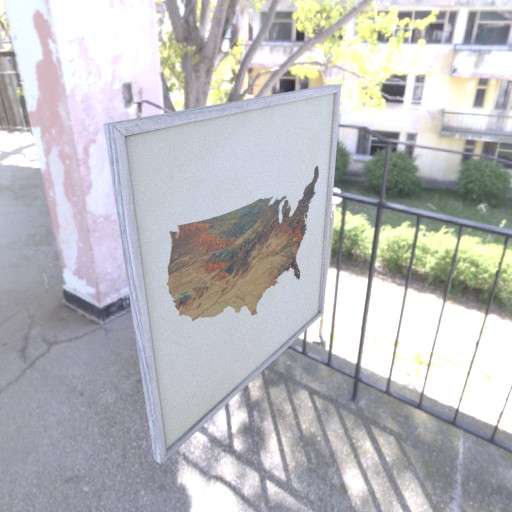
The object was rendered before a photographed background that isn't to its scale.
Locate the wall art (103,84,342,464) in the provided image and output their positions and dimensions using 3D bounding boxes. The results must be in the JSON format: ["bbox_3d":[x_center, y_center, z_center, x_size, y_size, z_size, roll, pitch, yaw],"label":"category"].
[{"bbox_3d":[0.000,0.000,0.751,0.016,0.507,0.508,19,32,32],"label":"wall art"}]
